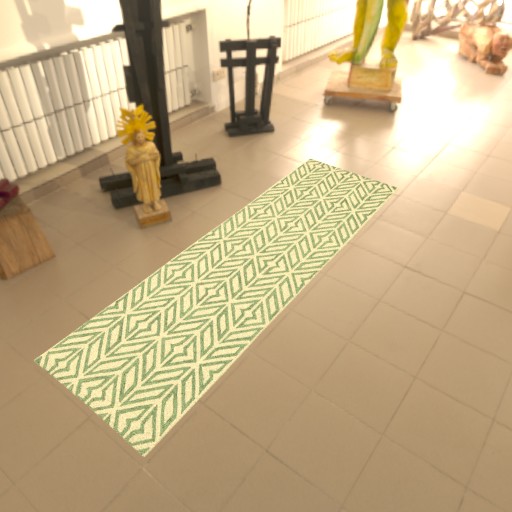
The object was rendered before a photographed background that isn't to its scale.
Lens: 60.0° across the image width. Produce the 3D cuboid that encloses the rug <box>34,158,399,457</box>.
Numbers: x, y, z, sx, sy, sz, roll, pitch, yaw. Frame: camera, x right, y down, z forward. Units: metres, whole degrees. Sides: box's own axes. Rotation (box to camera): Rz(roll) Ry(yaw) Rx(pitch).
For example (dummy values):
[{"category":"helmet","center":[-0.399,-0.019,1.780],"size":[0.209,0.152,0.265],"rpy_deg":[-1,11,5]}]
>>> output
[{"category":"rug","center":[0.000,0.000,2.624],"size":[0.750,0.009,2.435],"rpy_deg":[26,47,27]}]
